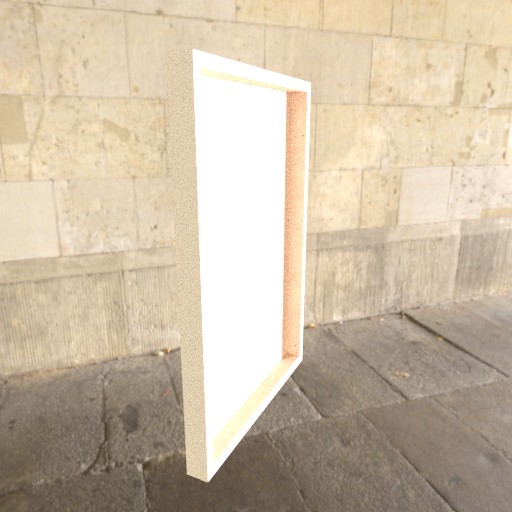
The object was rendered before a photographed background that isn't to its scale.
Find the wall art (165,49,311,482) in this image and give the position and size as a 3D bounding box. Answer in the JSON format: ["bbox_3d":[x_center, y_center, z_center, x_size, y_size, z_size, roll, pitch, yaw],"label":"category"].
[{"bbox_3d":[0.000,0.000,0.784,0.038,0.608,0.418,7,17,25],"label":"wall art"}]
